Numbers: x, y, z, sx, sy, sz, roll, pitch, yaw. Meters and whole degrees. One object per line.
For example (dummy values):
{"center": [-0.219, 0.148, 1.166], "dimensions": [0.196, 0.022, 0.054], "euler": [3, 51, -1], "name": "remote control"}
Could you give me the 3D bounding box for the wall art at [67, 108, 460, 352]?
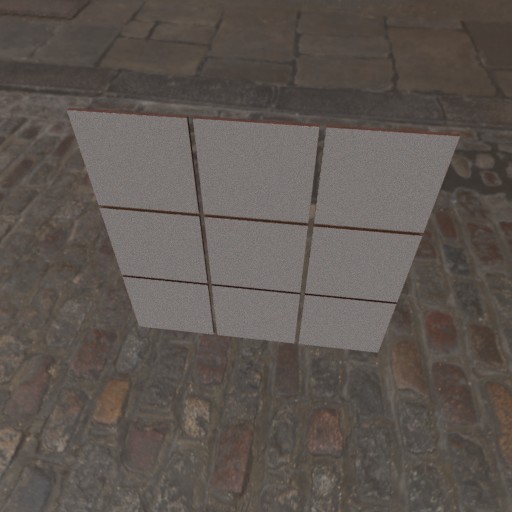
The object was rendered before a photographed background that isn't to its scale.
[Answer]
{"center": [0.000, 0.000, 1.863], "dimensions": [1.256, 1.246, 0.017], "euler": [5, 47, 5], "name": "wall art"}
